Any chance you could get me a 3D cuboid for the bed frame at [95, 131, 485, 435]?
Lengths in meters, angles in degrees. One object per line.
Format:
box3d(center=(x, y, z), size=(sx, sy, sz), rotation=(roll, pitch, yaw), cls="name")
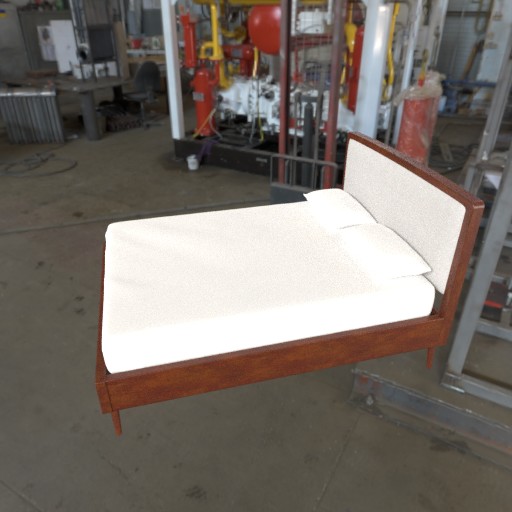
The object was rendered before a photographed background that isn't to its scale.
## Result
box3d(center=(0.000, 0.000, 3.141), size=(2.171, 1.279, 1.587), rotation=(-8, 31, -13), cls="bed frame")
